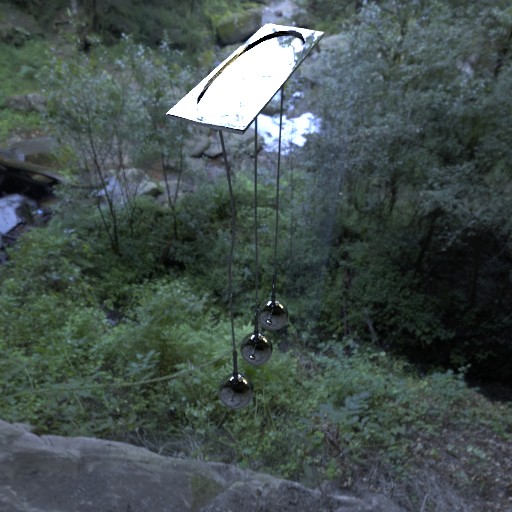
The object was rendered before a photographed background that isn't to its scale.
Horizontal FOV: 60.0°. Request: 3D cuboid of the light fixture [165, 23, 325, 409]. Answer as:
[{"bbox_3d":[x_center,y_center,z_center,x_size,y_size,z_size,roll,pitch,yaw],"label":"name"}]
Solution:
[{"bbox_3d":[0.000,0.000,1.658,0.188,1.408,0.623,17,48,15],"label":"light fixture"}]
